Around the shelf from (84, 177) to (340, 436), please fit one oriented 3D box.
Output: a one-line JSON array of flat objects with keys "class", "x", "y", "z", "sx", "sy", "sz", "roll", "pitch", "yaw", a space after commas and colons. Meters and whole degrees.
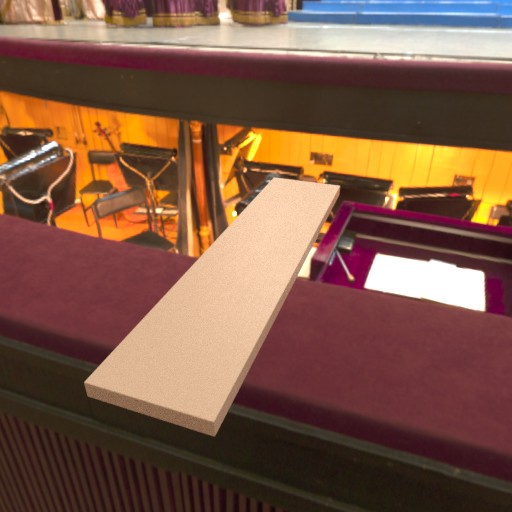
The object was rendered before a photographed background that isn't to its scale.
[{"class": "shelf", "x": 0.000, "y": 0.000, "z": 0.667, "sx": 0.140, "sy": 0.020, "sz": 0.610, "roll": 10, "pitch": 32, "yaw": 17}]
